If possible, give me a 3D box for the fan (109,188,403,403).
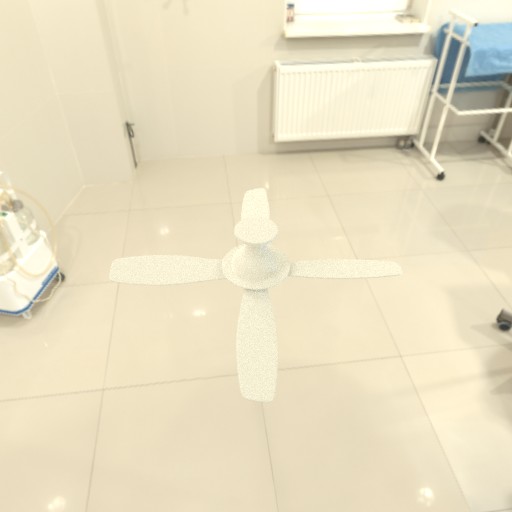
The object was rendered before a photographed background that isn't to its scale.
[{"bbox_3d":[0.000,0.000,2.511,1.693,0.382,1.694,0,41,0],"label":"fan"}]
